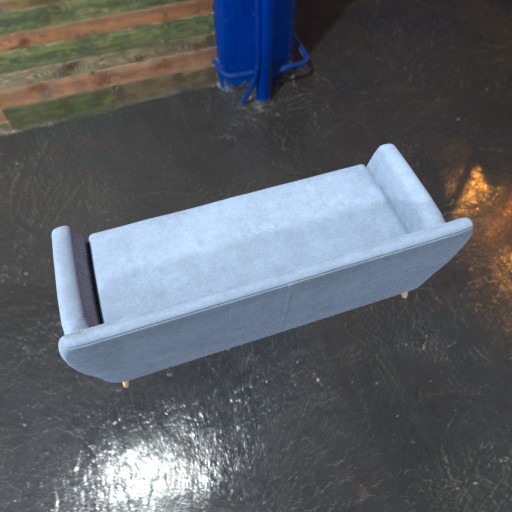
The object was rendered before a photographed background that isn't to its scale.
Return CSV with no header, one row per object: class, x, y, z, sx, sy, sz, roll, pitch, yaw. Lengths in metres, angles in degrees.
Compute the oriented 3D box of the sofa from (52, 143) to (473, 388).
sofa,0.000,0.000,2.375,1.970,0.830,0.830,-16,59,-10
